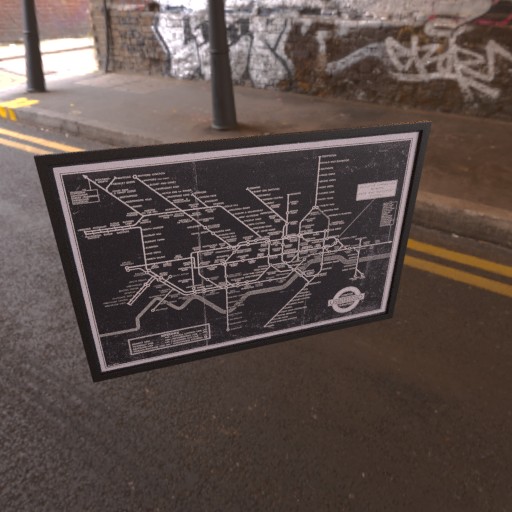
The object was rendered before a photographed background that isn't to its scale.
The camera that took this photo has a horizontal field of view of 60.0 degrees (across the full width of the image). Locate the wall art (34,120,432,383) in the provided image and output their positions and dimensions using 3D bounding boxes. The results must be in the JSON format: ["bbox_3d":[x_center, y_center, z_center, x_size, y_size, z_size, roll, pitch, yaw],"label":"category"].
[{"bbox_3d":[0.000,0.000,1.494,1.192,0.811,0.013,-9,32,-15],"label":"wall art"}]
